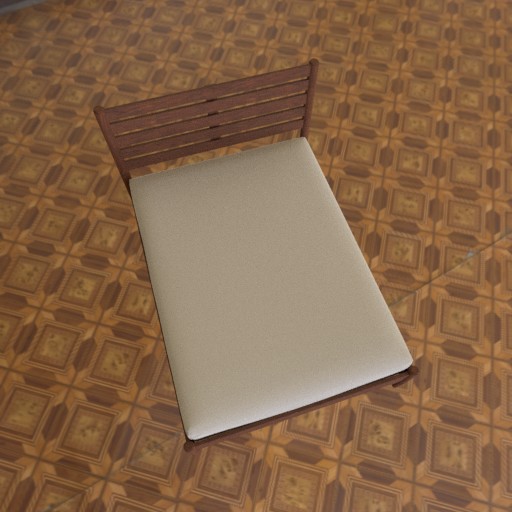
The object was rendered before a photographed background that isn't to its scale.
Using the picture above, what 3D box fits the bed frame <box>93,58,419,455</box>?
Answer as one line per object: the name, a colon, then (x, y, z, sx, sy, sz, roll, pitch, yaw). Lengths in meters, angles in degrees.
bed frame: (0.000, 0.000, 3.244, 1.655, 1.321, 2.234, -16, 63, -8)
